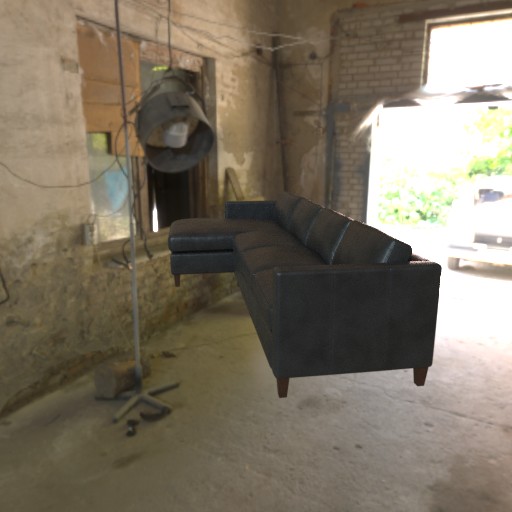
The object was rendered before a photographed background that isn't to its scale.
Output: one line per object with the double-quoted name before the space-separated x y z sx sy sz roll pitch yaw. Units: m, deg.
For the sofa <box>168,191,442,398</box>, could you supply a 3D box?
"sofa" 0.000 0.000 3.901 1.581 0.883 3.203 -2 14 -8
